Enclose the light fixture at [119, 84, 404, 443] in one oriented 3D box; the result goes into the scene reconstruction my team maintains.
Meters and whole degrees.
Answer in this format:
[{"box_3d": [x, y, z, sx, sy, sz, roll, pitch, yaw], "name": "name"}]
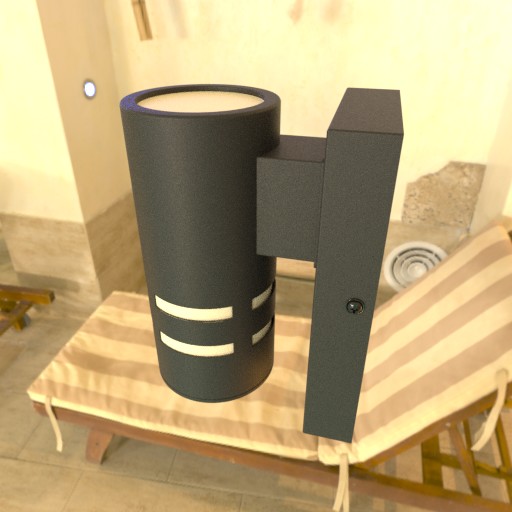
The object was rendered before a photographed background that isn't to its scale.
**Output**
[{"box_3d": [0.000, 0.000, 0.263, 0.138, 0.179, 0.098, 8, 31, 13], "name": "light fixture"}]
